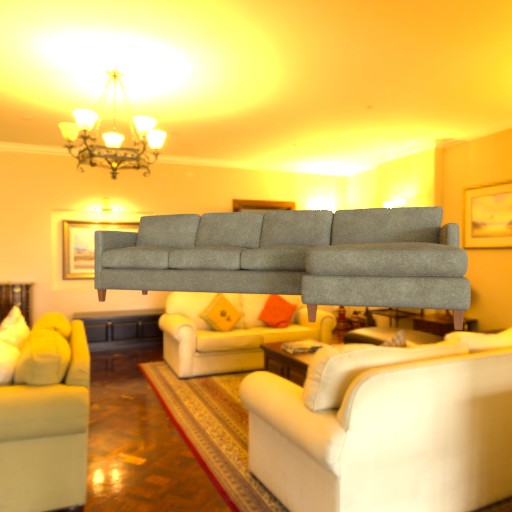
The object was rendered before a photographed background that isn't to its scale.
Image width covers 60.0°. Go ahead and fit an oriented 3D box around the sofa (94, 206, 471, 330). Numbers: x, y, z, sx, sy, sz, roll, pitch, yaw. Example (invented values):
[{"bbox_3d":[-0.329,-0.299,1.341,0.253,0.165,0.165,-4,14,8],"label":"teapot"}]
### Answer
[{"bbox_3d":[0.000,0.000,4.116,3.471,0.950,1.604,0,0,19],"label":"sofa"}]
